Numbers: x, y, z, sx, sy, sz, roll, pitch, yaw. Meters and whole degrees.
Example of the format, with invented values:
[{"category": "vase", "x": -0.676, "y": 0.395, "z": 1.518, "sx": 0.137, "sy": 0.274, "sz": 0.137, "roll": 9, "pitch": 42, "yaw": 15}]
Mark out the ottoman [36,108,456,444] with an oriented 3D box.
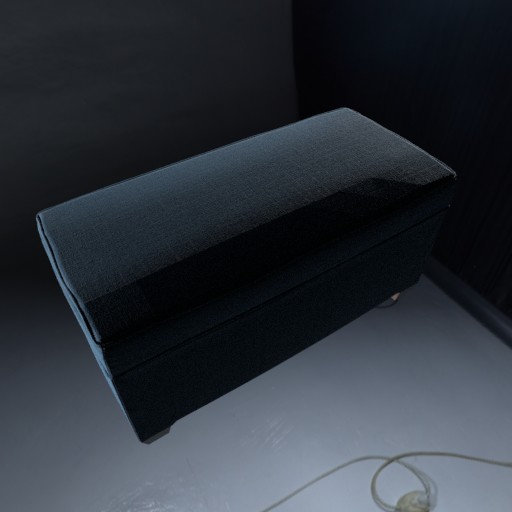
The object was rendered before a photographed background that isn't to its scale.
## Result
[{"category": "ottoman", "x": 0.000, "y": 0.000, "z": 1.202, "sx": 0.943, "sy": 0.474, "sz": 0.474, "roll": -25, "pitch": 50, "yaw": -22}]
